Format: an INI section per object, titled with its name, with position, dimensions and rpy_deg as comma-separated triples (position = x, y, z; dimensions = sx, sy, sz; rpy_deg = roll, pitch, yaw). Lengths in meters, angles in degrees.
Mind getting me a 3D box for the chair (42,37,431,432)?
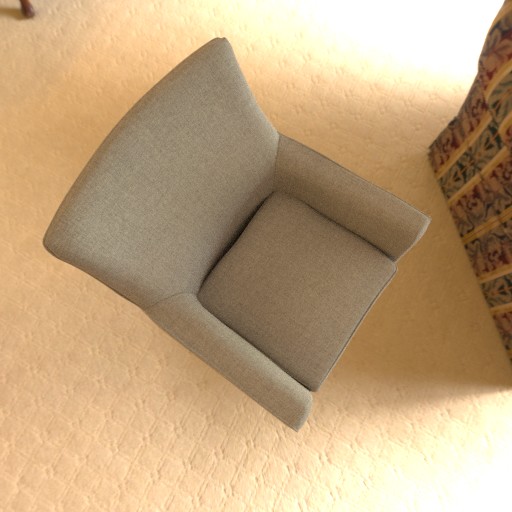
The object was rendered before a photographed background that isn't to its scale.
[chair]
position = 0.000, 0.000, 1.741
dimensions = 0.993, 1.047, 0.887
rpy_deg = 34, 78, 8
